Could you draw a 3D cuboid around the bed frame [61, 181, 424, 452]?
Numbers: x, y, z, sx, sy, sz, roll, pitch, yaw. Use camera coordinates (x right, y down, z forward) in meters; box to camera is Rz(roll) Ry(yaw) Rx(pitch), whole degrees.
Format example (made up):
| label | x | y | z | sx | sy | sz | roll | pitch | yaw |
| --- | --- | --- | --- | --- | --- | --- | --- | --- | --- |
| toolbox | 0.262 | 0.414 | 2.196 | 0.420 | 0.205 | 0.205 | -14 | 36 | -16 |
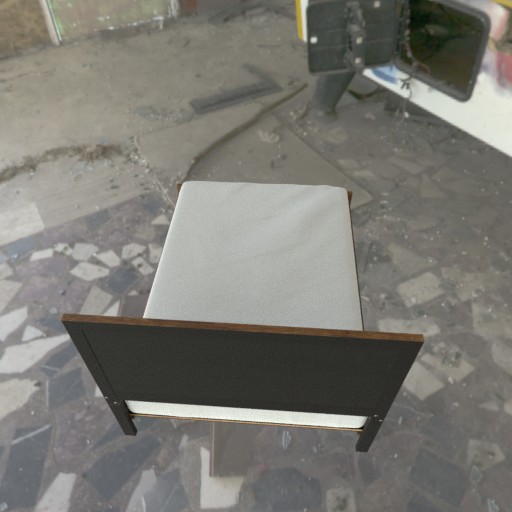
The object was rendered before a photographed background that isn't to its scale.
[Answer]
| label | x | y | z | sx | sy | sz | roll | pitch | yaw |
| --- | --- | --- | --- | --- | --- | --- | --- | --- | --- |
| bed frame | 0.000 | 0.000 | 3.346 | 1.696 | 1.417 | 2.276 | 3 | 47 | 3 |
